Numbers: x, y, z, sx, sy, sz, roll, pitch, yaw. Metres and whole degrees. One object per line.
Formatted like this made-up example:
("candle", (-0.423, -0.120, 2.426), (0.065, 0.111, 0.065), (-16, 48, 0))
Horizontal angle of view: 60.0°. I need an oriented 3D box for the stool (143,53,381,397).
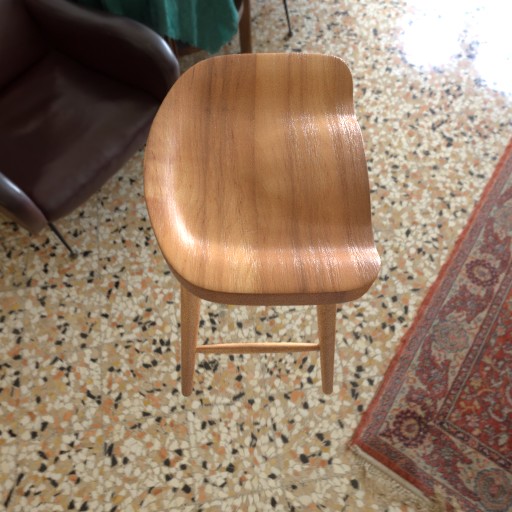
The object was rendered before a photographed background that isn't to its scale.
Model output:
("stool", (0.000, 0.000, 0.874), (0.361, 0.615, 0.440), (-1, 64, 0))
